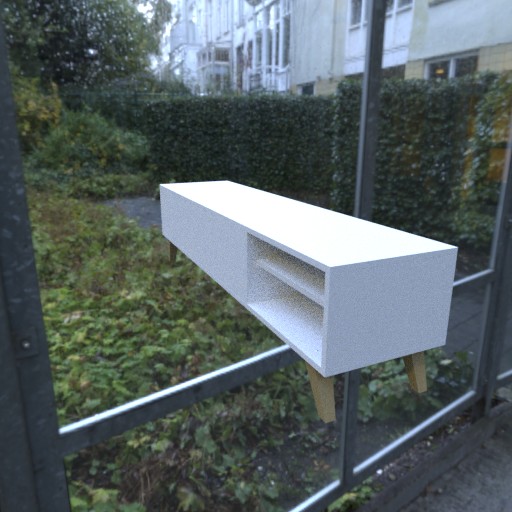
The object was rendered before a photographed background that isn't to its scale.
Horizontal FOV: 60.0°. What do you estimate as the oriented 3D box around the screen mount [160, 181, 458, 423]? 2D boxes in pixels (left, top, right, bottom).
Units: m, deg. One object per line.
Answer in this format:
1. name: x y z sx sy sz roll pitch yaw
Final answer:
1. screen mount: 0.000 0.000 1.853 0.399 0.432 1.644 -7 18 -24
